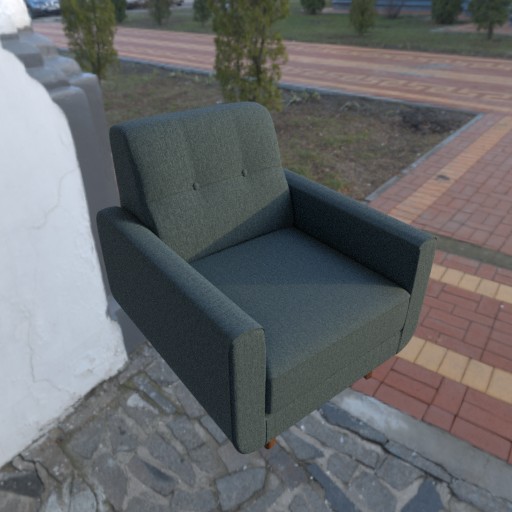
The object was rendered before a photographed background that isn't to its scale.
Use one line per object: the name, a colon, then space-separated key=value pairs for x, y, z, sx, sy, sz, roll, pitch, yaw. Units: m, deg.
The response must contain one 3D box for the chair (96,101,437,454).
chair: x=0.000 y=0.000 z=1.682 sx=0.880 sy=0.940 sz=0.964 roll=-22 pitch=38 yaw=-31
